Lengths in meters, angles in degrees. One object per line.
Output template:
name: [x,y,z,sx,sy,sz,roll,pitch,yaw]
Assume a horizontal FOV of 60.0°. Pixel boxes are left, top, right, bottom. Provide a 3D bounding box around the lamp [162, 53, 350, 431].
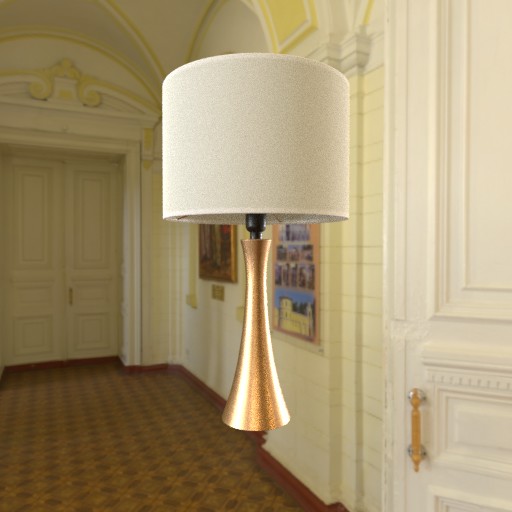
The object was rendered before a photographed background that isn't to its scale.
lamp: [0.000,0.000,0.654,0.268,0.479,0.268,0,1,19]
